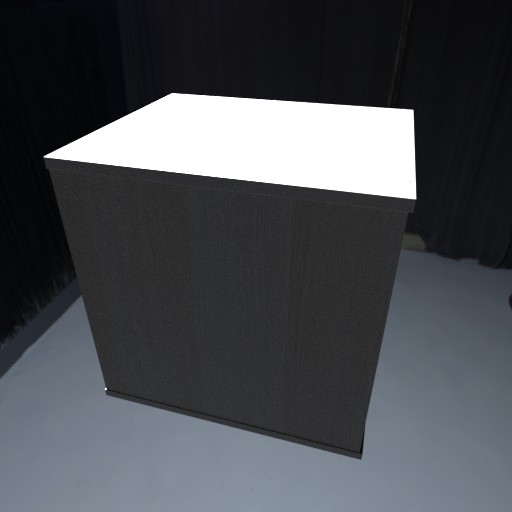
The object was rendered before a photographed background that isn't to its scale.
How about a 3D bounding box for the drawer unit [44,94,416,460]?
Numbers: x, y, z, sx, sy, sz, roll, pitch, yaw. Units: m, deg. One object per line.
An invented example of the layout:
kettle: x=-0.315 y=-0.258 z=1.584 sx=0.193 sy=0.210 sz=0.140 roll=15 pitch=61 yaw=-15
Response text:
drawer unit: x=0.000 y=0.000 z=0.601 sx=0.349 sy=0.344 sz=0.290 roll=9 pitch=33 yaw=14
